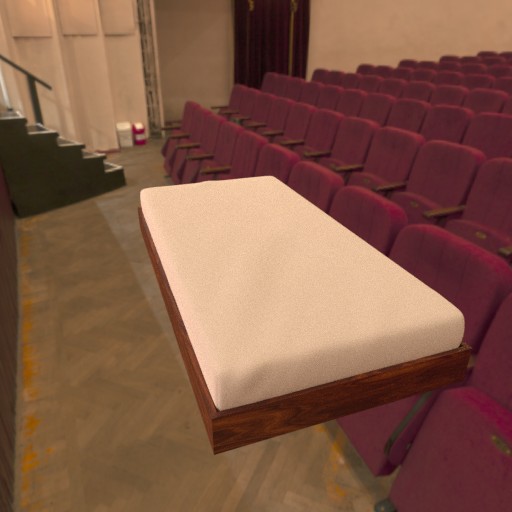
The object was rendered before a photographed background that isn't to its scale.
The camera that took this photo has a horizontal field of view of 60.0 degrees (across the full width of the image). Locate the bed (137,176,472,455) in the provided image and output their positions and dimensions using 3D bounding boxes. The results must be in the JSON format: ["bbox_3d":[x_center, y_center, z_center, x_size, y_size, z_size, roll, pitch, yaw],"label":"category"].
[{"bbox_3d":[0.000,0.000,2.190,0.940,0.312,1.860,-9,28,-18],"label":"bed"}]
